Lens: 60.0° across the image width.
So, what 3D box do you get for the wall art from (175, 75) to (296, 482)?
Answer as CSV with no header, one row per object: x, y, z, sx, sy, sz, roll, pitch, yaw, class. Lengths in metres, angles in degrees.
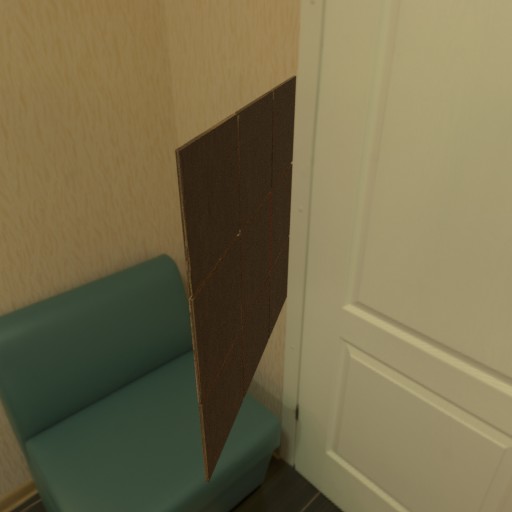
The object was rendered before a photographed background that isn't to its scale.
0.000,0.000,1.799,0.013,1.213,1.215,9,31,15,wall art
